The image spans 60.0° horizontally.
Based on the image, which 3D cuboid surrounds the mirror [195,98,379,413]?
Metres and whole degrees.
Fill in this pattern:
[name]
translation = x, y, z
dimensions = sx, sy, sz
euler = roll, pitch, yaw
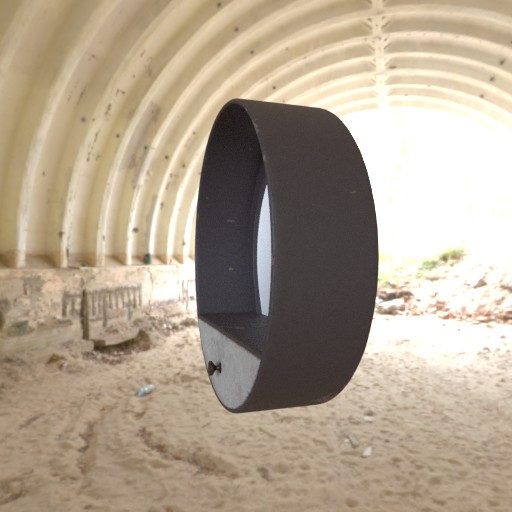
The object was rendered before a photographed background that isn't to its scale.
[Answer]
[mirror]
translation = 0.000, 0.000, 0.586
dimensions = 0.126, 0.386, 0.386
euler = 0, -1, -18
